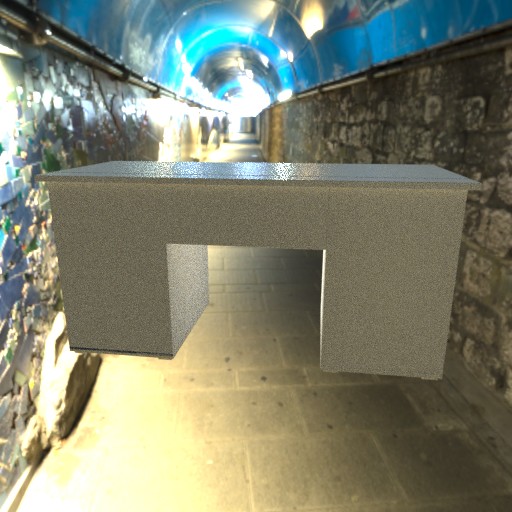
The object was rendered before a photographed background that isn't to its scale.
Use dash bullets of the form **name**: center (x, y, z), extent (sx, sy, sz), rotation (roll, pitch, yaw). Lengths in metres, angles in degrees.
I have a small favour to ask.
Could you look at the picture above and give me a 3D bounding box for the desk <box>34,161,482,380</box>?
- **desk**: center (0.000, 0.000, 1.975), extent (1.580, 0.760, 0.670), rotation (2, 17, 8)
